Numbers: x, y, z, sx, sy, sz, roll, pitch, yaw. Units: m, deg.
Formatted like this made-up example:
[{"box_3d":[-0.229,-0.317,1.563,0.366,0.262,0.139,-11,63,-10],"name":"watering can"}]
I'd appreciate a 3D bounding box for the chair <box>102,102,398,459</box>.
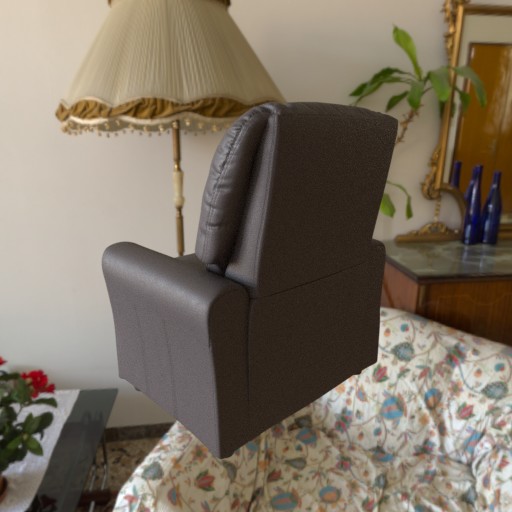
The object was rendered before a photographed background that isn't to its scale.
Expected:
[{"box_3d":[0.000,0.000,1.111,0.610,0.709,0.521,-14,21,-42],"name":"chair"}]
